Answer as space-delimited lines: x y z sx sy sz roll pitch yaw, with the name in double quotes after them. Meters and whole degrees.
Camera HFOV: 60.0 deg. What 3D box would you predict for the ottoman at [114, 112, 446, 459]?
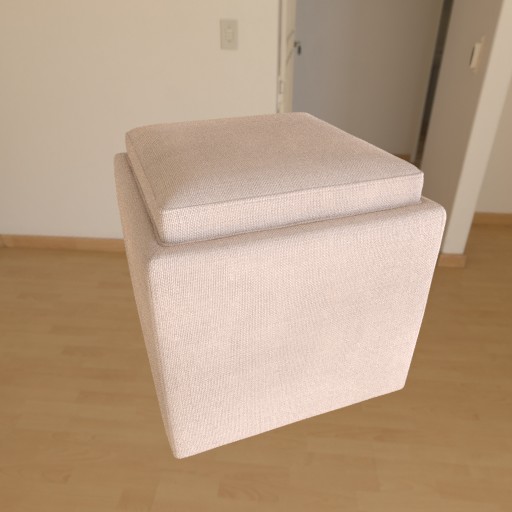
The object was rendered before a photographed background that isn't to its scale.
0.000 0.000 0.832 0.451 0.460 0.450 -11 32 -17 "ottoman"
